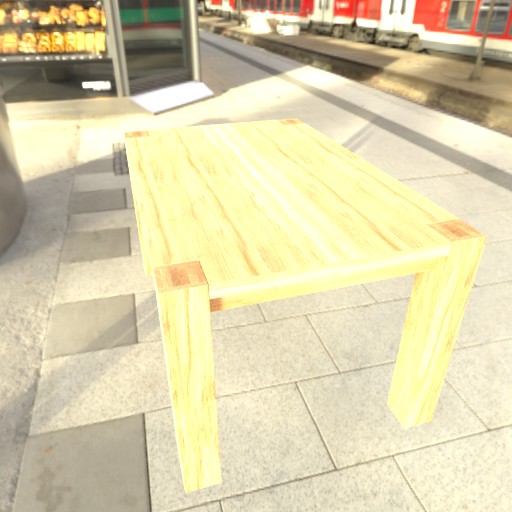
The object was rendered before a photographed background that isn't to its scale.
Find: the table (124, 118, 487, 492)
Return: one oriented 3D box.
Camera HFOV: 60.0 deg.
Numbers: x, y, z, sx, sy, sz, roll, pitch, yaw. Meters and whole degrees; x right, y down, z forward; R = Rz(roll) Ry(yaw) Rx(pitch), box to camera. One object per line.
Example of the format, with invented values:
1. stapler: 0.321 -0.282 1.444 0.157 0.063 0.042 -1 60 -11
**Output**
1. table: 0.000 0.000 1.872 0.900 0.760 1.400 -9 32 -15
